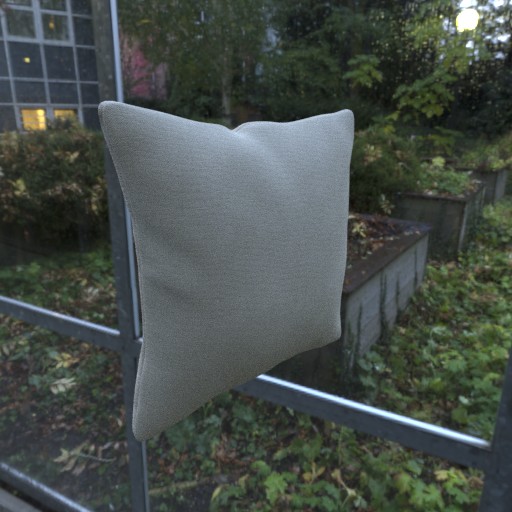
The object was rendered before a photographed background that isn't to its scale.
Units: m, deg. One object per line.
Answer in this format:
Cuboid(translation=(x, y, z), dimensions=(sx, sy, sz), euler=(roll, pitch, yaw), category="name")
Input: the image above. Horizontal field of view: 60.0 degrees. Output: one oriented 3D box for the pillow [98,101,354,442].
Cuboid(translation=(0.000, 0.000, 0.653), dimensions=(0.437, 0.420, 0.162), euler=(-15, 22, -41), category="pillow")
